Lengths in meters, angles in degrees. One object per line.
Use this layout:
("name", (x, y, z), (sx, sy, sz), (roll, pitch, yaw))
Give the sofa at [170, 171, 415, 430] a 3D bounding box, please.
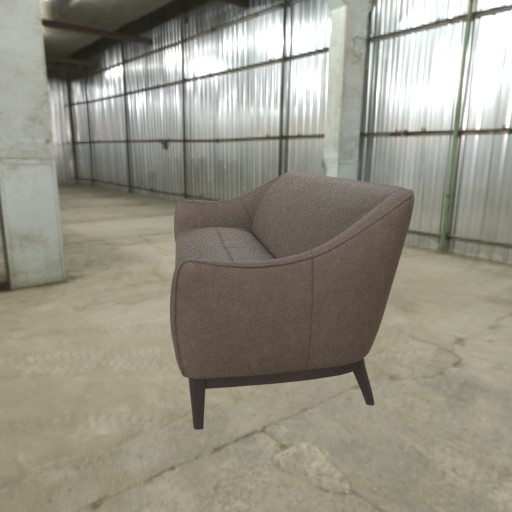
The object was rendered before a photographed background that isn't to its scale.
("sofa", (0.000, 0.000, 2.355), (0.869, 0.831, 1.928), (-2, 13, -10))
